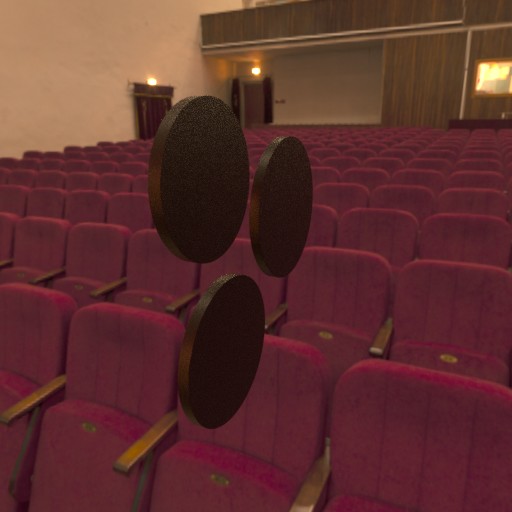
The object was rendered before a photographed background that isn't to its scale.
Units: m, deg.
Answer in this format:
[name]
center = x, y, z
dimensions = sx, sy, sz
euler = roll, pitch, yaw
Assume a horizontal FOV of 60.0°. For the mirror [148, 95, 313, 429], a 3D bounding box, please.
[mirror]
center = 0.000, 0.000, 3.188
dimensions = 0.076, 2.096, 2.160
euler = 8, 18, 25
